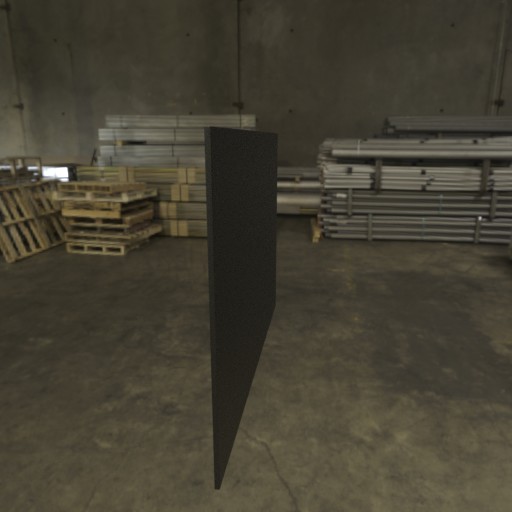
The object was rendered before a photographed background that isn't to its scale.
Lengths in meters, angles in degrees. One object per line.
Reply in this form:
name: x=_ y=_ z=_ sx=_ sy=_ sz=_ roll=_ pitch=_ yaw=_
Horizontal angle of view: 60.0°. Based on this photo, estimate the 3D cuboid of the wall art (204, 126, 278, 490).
wall art: x=0.000 y=0.000 z=1.493 sx=0.013 sy=0.811 sz=1.192 roll=2 pitch=15 yaw=8
